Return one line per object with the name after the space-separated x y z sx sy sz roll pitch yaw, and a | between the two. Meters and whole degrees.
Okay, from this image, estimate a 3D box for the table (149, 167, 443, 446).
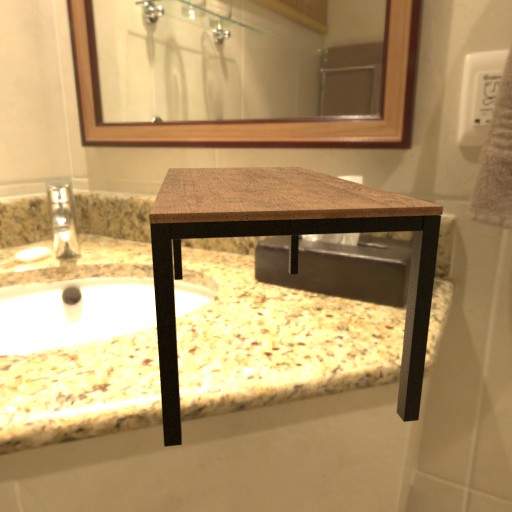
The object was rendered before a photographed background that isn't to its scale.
0.000 0.000 2.270 0.893 0.767 1.805 -2 15 -9 | table
